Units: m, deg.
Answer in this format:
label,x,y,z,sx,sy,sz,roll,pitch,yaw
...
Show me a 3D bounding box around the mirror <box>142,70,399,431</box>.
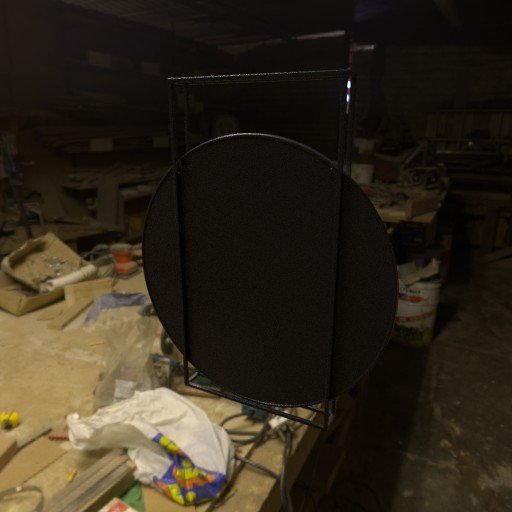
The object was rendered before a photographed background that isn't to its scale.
label,x,y,z,sx,sy,sz,roll,pitch,yaw
mirror,0.000,0.000,0.798,0.508,0.603,0.051,9,19,26
